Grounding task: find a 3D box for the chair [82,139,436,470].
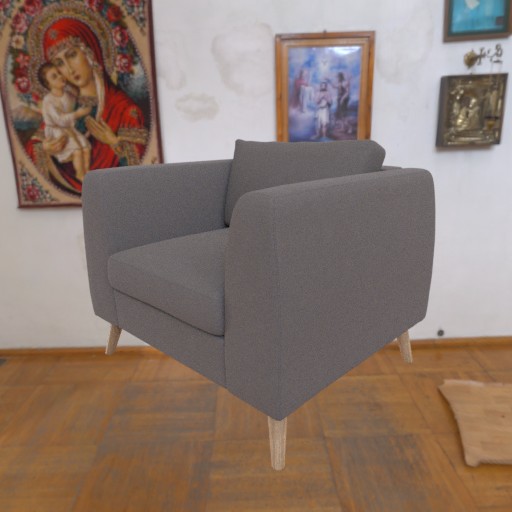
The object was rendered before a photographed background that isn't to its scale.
[{"bbox_3d":[0.000,0.000,1.688,1.000,0.860,0.930,15,22,42],"label":"chair"}]
